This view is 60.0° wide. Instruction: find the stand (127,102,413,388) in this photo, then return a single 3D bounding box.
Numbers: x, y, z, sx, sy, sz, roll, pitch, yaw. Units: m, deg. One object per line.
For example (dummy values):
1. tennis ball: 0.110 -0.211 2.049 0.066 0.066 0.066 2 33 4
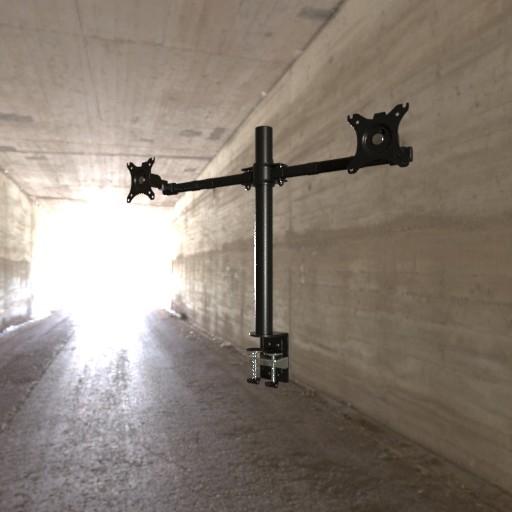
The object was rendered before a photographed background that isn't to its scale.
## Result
1. stand: 0.000 0.000 1.014 0.743 0.603 0.150 -1 -1 36
